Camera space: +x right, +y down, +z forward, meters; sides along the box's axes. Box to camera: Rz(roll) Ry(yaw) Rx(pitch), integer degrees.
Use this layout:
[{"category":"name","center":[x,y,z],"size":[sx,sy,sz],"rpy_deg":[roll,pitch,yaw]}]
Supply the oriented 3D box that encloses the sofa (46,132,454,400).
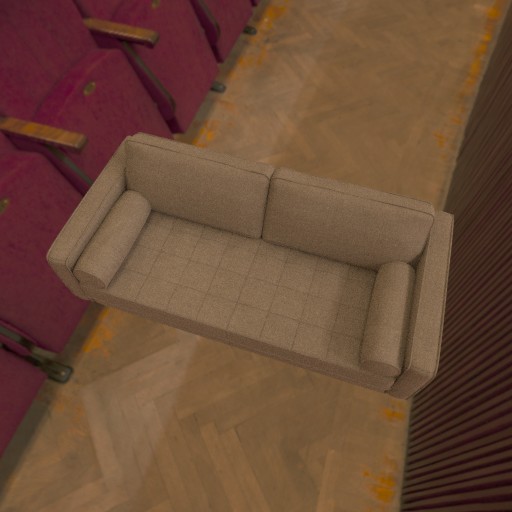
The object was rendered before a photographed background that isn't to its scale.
[{"category":"sofa","center":[0.000,0.000,2.352],"size":[1.879,0.762,0.914],"rpy_deg":[16,59,9]}]
